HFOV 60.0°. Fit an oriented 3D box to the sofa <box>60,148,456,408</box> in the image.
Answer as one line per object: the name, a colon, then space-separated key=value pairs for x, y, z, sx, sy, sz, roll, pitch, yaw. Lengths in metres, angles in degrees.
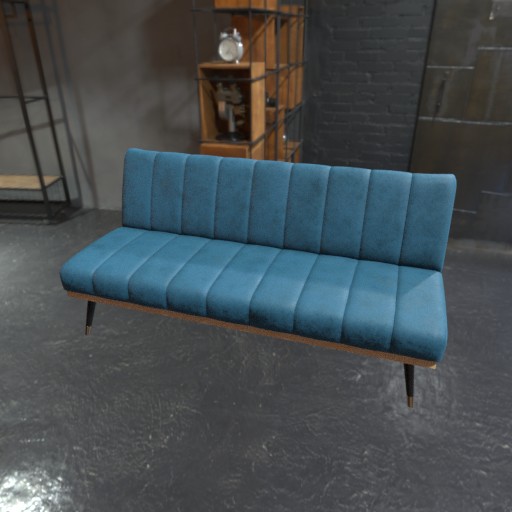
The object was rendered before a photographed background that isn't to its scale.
sofa: x=0.000 y=0.000 z=2.264 sx=1.810 sy=0.825 sz=0.830 roll=8 pitch=28 yaw=16
